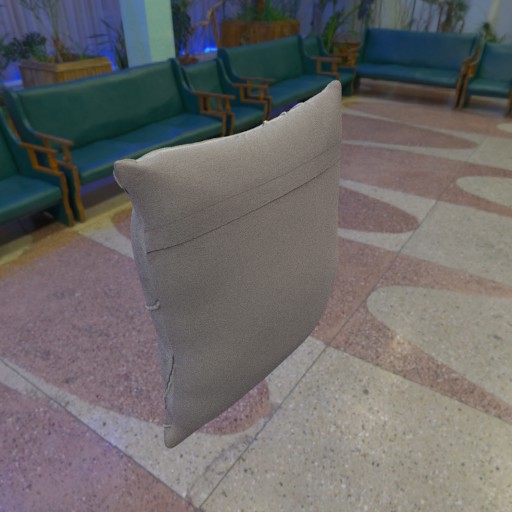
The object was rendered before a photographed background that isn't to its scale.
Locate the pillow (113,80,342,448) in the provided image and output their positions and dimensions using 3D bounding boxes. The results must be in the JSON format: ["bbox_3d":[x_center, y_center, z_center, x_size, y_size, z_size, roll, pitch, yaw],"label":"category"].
[{"bbox_3d":[0.000,0.000,0.668,0.185,0.440,0.439,22,39,31],"label":"pillow"}]
